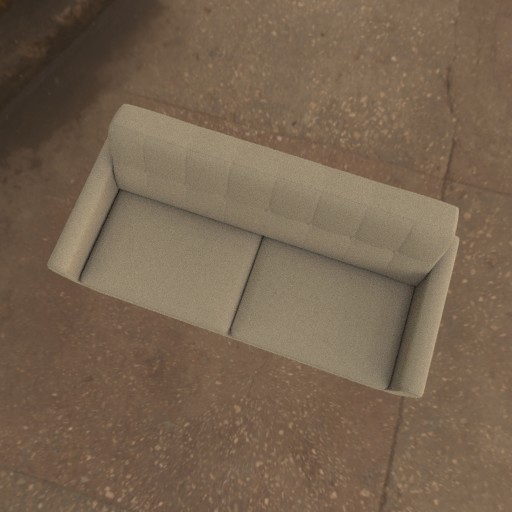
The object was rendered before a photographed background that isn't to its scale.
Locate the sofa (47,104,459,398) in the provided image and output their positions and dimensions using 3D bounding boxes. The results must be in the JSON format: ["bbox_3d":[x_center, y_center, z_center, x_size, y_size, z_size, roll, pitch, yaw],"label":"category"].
[{"bbox_3d":[0.000,0.000,2.619,2.137,0.892,0.980,18,76,5],"label":"sofa"}]
